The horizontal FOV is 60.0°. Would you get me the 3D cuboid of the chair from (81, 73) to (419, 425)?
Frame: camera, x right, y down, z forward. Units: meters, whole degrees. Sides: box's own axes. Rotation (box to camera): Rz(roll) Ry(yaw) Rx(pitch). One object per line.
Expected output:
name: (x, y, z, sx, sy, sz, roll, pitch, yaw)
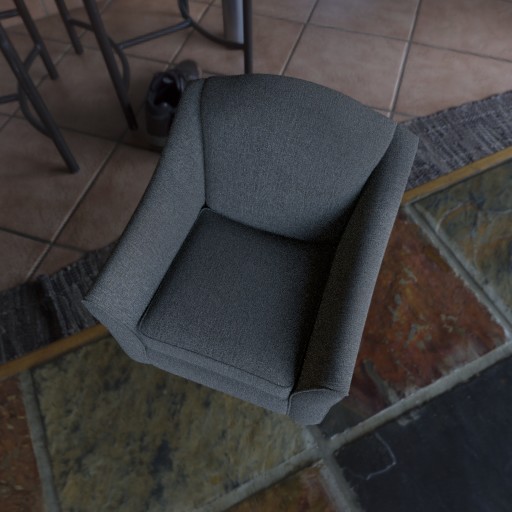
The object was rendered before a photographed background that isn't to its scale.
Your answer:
chair: (0.000, 0.000, 1.443, 0.763, 0.839, 0.787, 17, 60, 10)
